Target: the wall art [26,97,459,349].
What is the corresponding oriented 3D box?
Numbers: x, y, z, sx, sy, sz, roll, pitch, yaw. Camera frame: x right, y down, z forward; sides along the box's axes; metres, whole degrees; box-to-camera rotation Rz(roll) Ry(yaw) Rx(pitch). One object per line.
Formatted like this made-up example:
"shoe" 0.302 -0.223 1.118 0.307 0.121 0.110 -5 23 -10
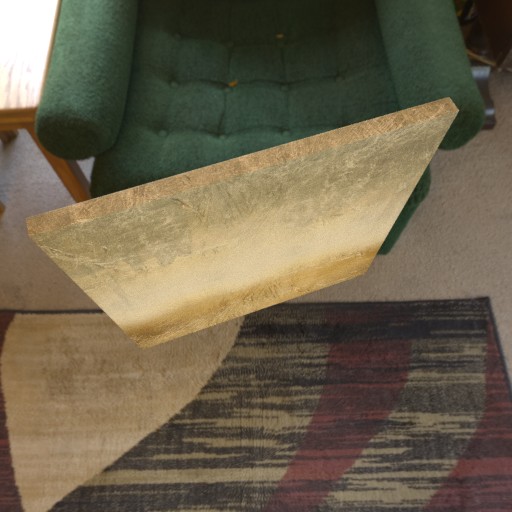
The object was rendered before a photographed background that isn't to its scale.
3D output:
"wall art" 0.000 0.000 1.569 1.092 1.091 0.051 -18 66 -8
